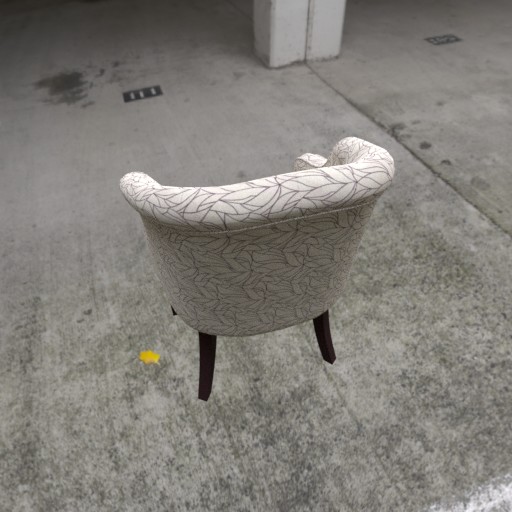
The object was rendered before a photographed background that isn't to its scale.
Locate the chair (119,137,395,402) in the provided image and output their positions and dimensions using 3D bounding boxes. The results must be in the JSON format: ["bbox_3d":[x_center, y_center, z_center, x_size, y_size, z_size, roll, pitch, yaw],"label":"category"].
[{"bbox_3d":[0.000,0.000,1.335,0.686,0.858,0.613,-12,43,-14],"label":"chair"}]
